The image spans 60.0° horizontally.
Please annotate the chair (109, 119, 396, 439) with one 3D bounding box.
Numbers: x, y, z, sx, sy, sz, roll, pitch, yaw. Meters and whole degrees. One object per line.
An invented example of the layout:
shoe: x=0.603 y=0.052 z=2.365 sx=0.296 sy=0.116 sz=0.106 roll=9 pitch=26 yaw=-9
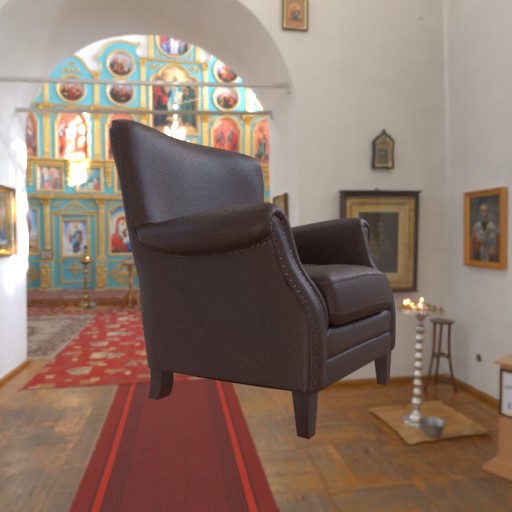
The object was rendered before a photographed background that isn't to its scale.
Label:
chair: x=0.000 y=0.000 z=1.361 sx=0.746 sy=0.800 sz=0.700 roll=0 pitch=1 yaw=35
